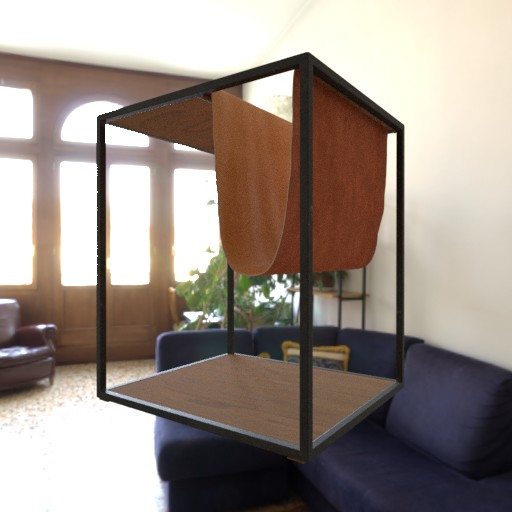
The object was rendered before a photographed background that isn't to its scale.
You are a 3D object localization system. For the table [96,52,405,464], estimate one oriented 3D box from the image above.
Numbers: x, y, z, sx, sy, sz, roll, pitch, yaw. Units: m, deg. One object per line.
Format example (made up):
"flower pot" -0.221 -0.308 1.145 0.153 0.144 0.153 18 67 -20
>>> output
"table" 0.000 0.000 0.861 0.450 0.536 0.399 0 0 36
